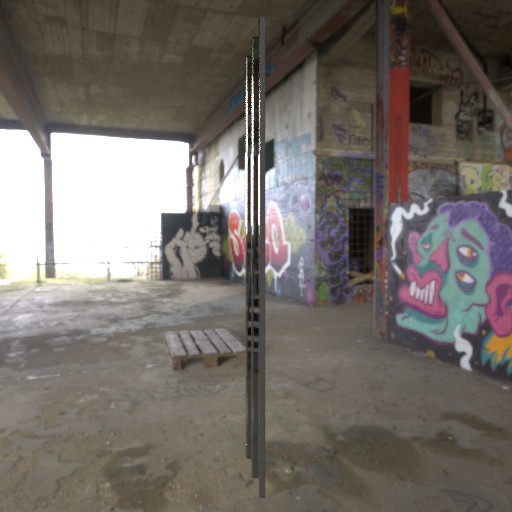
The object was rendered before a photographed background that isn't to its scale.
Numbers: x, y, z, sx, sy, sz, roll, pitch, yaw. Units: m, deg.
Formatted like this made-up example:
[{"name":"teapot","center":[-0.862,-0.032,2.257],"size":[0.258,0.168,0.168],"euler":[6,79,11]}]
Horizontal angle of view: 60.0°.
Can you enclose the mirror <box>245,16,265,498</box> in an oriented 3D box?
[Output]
[{"name":"mirror","center":[0.000,0.000,1.147],"size":[0.039,0.914,0.613],"euler":[0,2,0]}]
